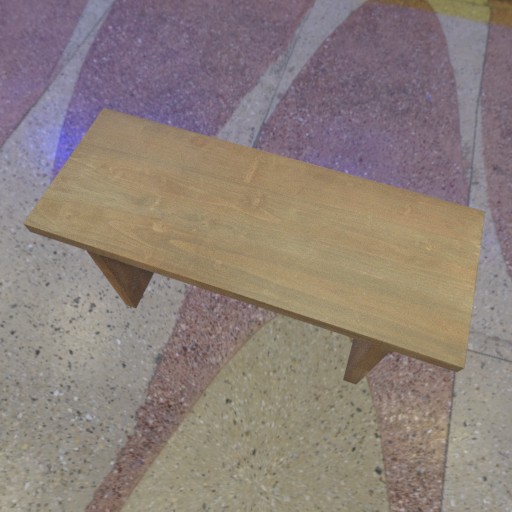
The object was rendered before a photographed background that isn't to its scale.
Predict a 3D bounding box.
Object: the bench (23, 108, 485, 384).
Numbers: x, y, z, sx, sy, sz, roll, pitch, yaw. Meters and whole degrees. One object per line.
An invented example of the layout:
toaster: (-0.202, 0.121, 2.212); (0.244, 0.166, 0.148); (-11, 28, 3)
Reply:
bench: (0.000, 0.000, 1.418); (1.183, 0.458, 0.458); (17, 64, 9)
